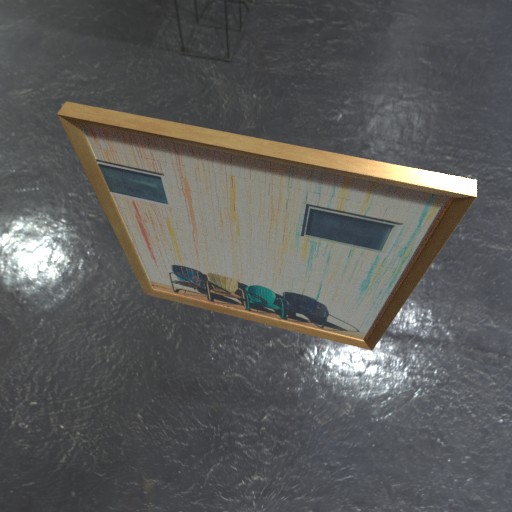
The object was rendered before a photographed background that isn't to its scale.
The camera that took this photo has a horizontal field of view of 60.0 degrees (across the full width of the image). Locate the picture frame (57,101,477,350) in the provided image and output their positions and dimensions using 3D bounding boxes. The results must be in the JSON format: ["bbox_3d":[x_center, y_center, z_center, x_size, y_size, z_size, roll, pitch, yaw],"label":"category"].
[{"bbox_3d":[0.000,0.000,1.110,0.758,0.761,0.037,13,60,8],"label":"picture frame"}]
